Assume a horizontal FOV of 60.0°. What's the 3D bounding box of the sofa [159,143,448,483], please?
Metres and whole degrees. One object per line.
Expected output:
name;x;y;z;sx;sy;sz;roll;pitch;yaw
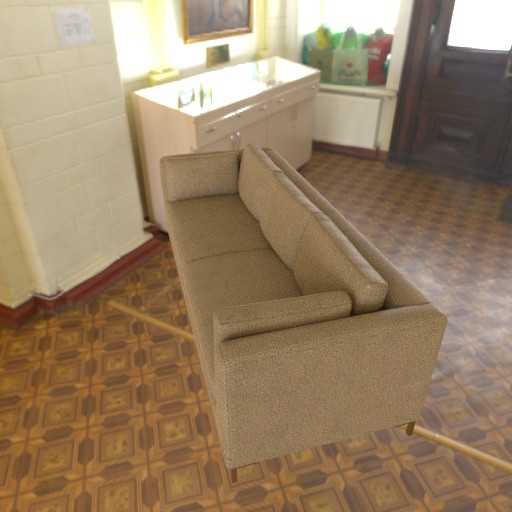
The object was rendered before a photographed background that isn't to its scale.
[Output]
sofa;0.000;0.000;2.864;0.969;0.867;2.415;-8;32;-14
